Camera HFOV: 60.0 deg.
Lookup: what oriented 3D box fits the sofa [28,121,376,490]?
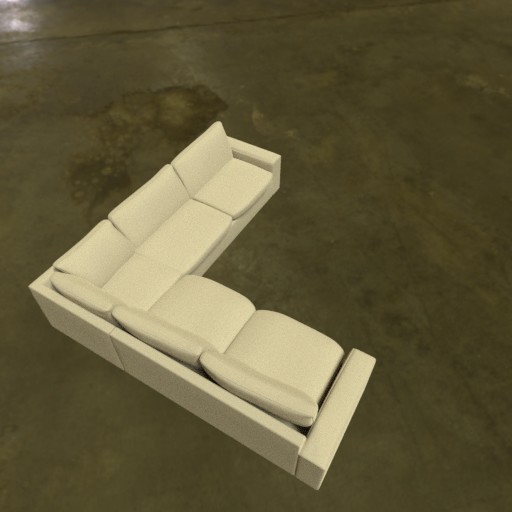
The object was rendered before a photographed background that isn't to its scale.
[{"bbox_3d":[0.000,0.000,4.693,3.066,0.918,3.206,24,52,20],"label":"sofa"}]
